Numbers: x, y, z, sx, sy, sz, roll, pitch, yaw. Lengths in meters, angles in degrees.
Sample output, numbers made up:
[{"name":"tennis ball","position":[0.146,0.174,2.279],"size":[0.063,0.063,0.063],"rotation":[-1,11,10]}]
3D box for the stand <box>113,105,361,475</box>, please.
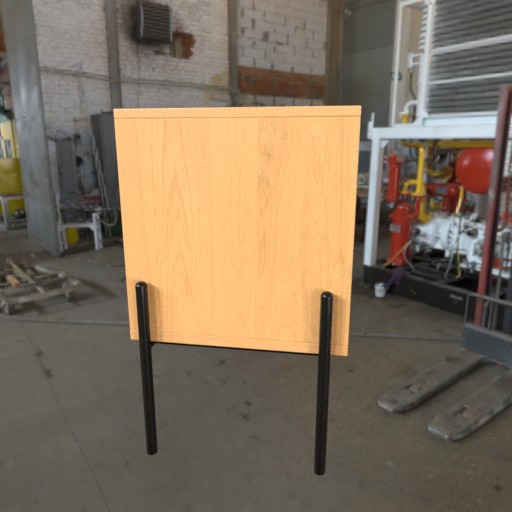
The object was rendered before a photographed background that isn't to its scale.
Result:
[{"name":"stand","position":[0.000,0.000,1.008],"size":[0.400,0.600,0.630],"rotation":[2,14,9]}]
